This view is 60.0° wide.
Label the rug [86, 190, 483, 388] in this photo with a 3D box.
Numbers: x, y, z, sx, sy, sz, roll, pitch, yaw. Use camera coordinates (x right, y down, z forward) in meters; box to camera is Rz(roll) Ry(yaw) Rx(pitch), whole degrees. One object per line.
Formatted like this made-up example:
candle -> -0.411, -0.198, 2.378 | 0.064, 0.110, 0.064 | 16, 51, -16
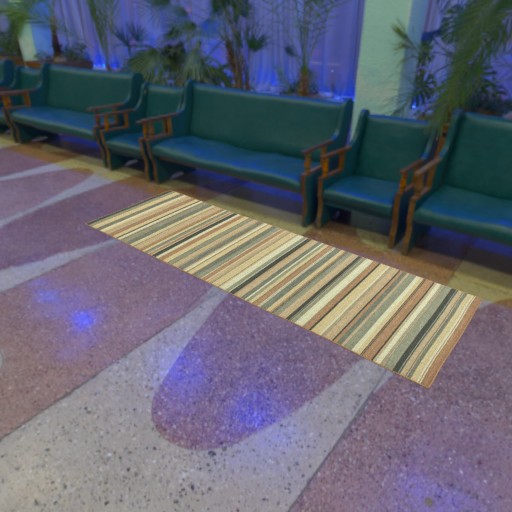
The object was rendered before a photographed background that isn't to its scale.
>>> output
rug -> 0.000, 0.000, 2.734 | 2.444, 0.010, 0.799 | 22, 37, 32
